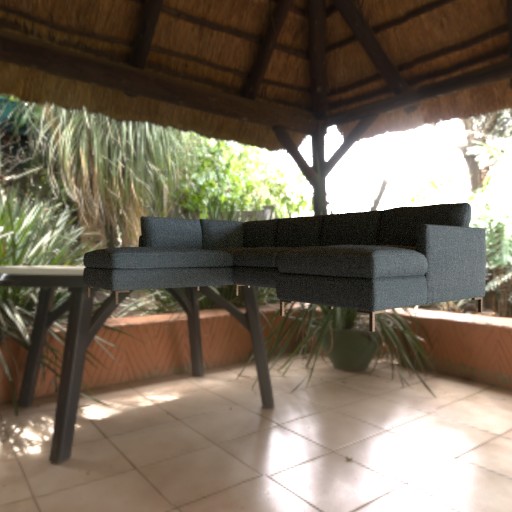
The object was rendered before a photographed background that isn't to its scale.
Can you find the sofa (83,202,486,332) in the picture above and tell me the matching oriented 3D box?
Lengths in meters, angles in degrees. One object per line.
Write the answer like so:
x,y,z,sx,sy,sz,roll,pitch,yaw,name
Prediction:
0.000,0.000,3.484,1.879,0.753,2.737,0,1,-38,sofa
